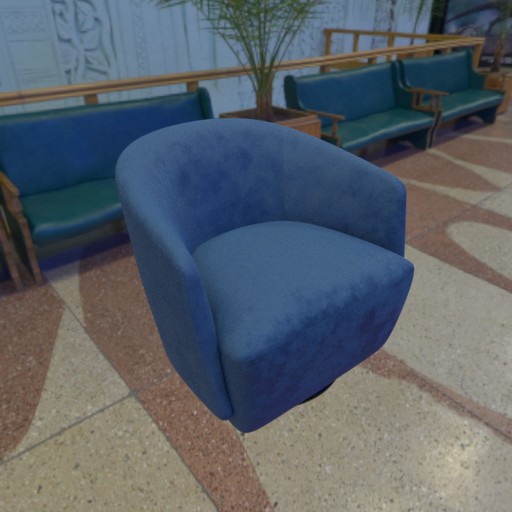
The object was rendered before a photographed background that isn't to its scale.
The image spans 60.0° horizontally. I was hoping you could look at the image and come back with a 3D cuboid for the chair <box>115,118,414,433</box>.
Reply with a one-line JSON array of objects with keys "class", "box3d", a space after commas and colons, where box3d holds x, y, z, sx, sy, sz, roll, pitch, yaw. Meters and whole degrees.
[{"class": "chair", "box3d": [0.000, 0.000, 1.390, 0.773, 0.698, 0.767, -22, 37, -32]}]
